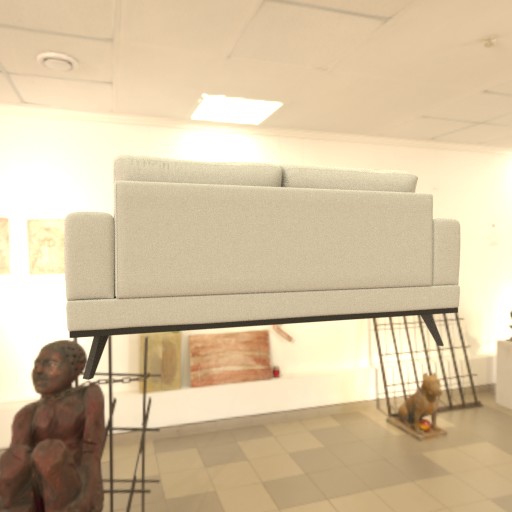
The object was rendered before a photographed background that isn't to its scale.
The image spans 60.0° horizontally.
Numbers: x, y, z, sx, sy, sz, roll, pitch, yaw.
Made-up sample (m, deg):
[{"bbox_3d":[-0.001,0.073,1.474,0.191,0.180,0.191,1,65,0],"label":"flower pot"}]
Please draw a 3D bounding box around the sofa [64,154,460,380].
[{"bbox_3d":[0.000,0.000,2.160,1.650,0.810,0.920,-1,2,-19],"label":"sofa"}]
